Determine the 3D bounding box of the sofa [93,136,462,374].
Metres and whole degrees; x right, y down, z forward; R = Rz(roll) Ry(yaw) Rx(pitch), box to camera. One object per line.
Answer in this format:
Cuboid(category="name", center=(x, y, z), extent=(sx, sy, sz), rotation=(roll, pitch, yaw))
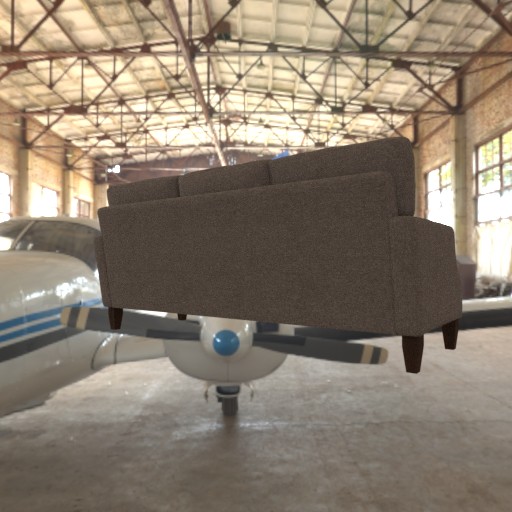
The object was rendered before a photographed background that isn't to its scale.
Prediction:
Cuboid(category="sofa", center=(0.000, 0.000, 2.642), extent=(2.115, 0.984, 0.888), rotation=(-1, -1, 37))
